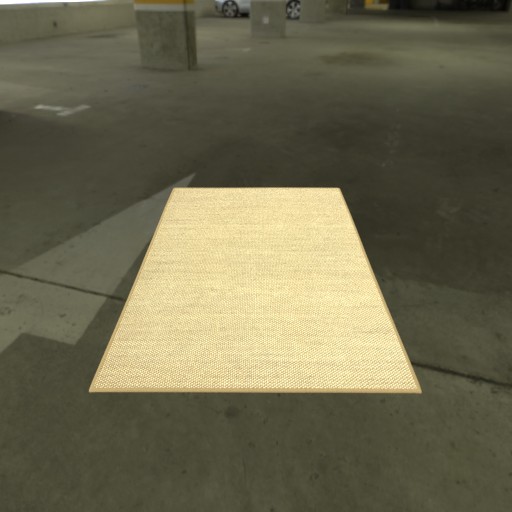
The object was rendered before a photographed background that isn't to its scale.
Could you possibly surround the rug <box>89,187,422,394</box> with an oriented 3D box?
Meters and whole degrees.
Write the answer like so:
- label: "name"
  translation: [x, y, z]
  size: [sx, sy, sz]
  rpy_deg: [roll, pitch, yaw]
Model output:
- label: "rug"
  translation: [0.000, 0.000, 2.114]
  size: [1.062, 0.013, 1.667]
  rpy_deg: [0, 31, 0]
